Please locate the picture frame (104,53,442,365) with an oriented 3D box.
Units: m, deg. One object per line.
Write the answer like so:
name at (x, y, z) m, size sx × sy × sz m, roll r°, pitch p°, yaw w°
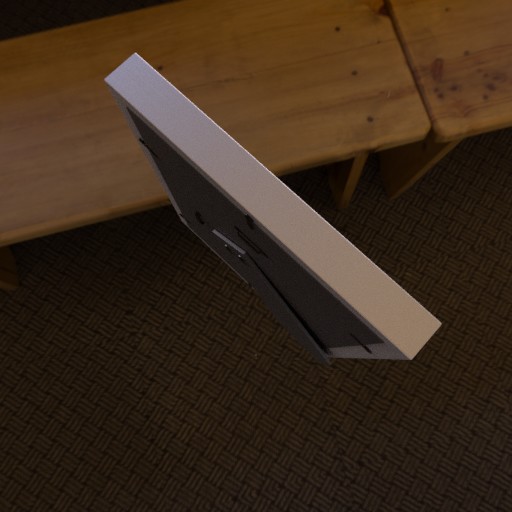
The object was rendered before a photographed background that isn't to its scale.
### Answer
picture frame at (0.000, 0.000, 0.381) m, size 0.233 × 0.282 × 0.036 m, roll 43°, pitch 81°, yaw 9°
